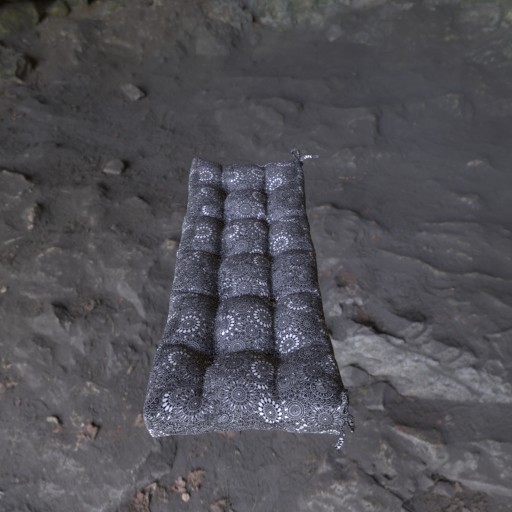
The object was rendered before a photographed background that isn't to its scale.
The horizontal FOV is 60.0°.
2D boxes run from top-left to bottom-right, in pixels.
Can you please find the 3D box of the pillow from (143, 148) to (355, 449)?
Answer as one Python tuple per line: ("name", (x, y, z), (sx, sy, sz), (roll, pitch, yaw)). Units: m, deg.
("pillow", (0.000, 0.000, 1.364), (0.511, 0.174, 1.194), (-1, 40, -1))
